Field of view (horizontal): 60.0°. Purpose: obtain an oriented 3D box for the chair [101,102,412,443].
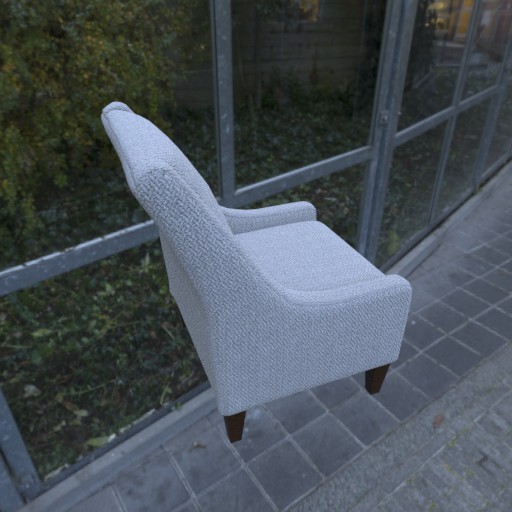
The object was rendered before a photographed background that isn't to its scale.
[{"bbox_3d":[0.000,0.000,1.623,0.870,1.014,0.774,-12,33,-19],"label":"chair"}]
